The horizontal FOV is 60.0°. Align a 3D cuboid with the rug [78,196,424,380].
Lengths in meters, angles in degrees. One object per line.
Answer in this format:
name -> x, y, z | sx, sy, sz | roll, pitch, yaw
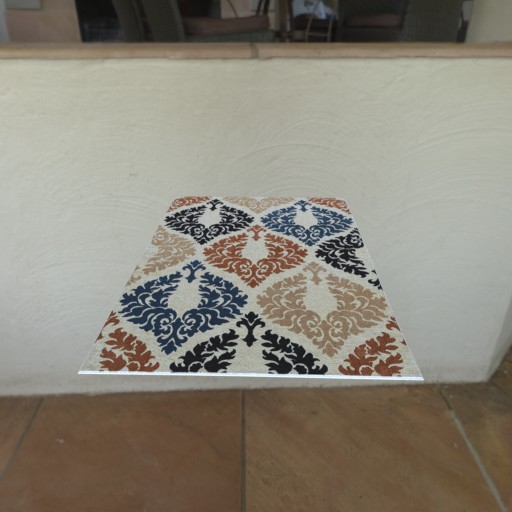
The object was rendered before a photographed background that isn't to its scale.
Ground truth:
rug -> 0.000, 0.000, 2.934 | 1.514, 0.014, 2.275 | 1, 27, 1
